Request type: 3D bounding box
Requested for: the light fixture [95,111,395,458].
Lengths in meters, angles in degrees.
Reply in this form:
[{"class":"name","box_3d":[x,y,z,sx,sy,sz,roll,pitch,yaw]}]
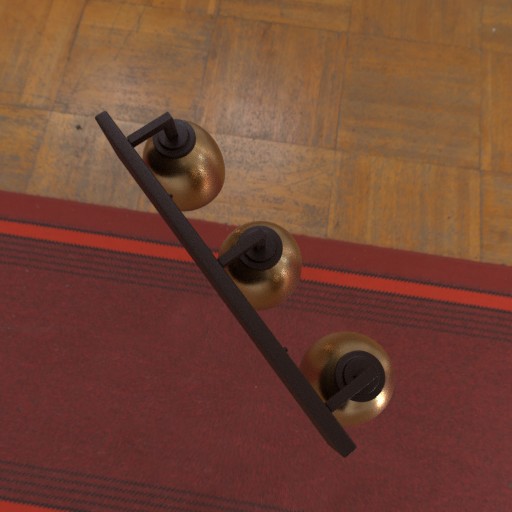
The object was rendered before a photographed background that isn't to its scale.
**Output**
[{"class":"light fixture","box_3d":[0.000,0.000,0.662,0.157,0.204,0.582,-35,77,-10]}]
